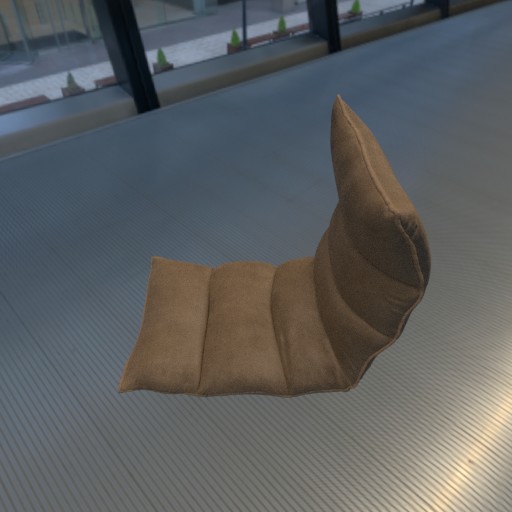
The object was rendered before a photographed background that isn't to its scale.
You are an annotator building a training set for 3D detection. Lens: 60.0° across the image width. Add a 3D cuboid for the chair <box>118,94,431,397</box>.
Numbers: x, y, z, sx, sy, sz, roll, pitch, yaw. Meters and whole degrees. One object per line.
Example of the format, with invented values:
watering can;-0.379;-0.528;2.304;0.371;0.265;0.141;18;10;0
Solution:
chair;0.000;0.000;1.579;0.985;0.892;0.714;1;41;1
